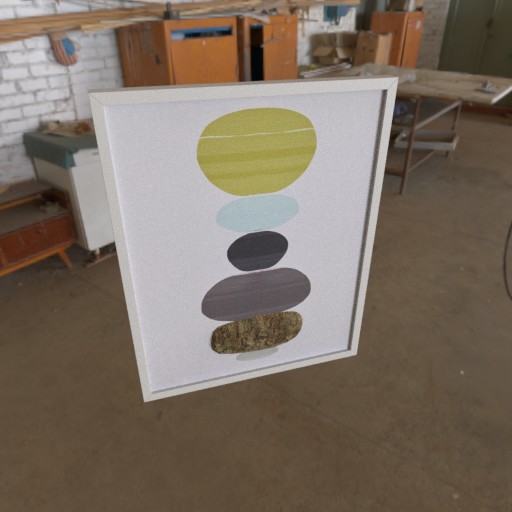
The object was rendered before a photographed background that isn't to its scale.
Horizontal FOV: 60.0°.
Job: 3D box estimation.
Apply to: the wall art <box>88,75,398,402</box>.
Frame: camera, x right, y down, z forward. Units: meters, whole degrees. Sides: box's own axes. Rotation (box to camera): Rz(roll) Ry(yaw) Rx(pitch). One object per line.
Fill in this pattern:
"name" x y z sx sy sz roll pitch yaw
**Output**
"wall art" 0.000 0.000 1.041 0.611 0.763 0.055 -9 31 -15
